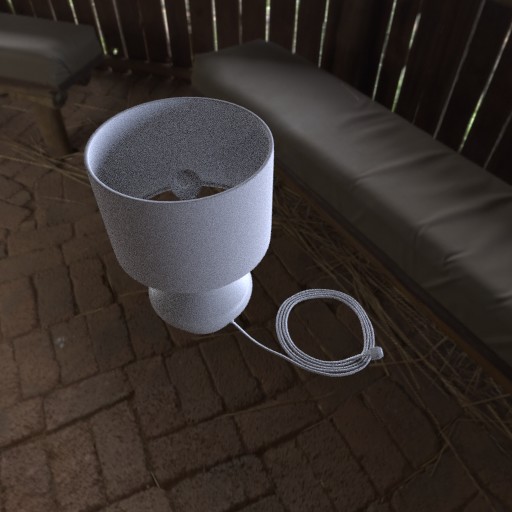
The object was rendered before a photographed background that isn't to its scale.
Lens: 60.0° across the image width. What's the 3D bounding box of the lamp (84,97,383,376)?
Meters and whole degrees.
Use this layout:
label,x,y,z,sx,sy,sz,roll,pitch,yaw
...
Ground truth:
label,x,y,z,sx,sy,sz,roll,pitch,yaw
lamp,0.000,0.000,0.862,0.546,0.457,0.401,31,55,26
